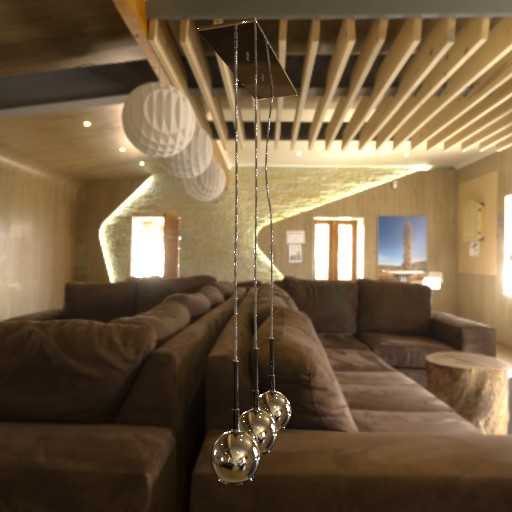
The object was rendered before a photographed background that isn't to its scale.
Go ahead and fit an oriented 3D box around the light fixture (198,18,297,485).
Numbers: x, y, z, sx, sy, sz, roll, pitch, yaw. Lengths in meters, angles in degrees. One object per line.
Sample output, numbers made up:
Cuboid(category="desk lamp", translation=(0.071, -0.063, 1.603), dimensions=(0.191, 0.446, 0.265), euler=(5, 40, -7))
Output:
Cuboid(category="light fixture", translation=(0.000, 0.000, 1.632), dimensions=(0.188, 1.408, 0.623), euler=(0, -1, 17))
